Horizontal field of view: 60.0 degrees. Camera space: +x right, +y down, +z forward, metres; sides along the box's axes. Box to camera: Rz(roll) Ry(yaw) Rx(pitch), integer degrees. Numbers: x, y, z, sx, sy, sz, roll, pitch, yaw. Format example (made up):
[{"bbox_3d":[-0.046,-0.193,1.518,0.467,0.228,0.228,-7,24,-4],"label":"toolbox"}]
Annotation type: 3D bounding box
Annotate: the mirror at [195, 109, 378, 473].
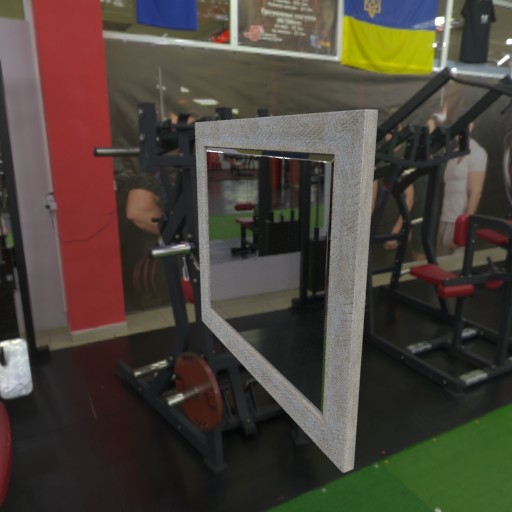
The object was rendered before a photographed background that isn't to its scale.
[{"bbox_3d":[0.000,0.000,1.158,0.028,0.689,0.839,-7,17,-25],"label":"mirror"}]
